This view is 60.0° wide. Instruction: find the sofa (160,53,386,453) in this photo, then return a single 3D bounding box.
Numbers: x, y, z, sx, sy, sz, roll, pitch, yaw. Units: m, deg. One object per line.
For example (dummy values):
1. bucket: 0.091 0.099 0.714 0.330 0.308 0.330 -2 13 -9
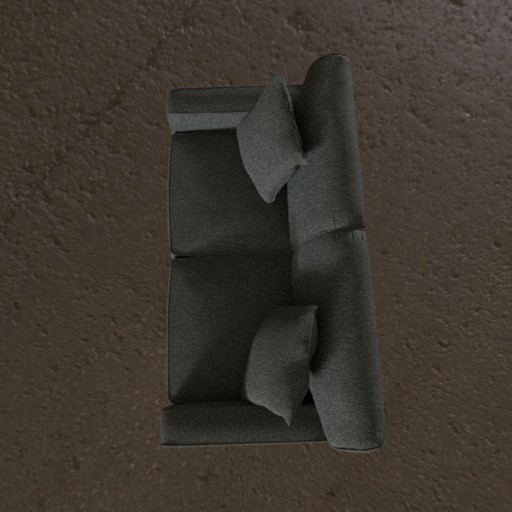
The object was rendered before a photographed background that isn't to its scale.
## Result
1. sofa: 0.000 0.000 2.365 0.998 0.958 1.846 -2 76 0
